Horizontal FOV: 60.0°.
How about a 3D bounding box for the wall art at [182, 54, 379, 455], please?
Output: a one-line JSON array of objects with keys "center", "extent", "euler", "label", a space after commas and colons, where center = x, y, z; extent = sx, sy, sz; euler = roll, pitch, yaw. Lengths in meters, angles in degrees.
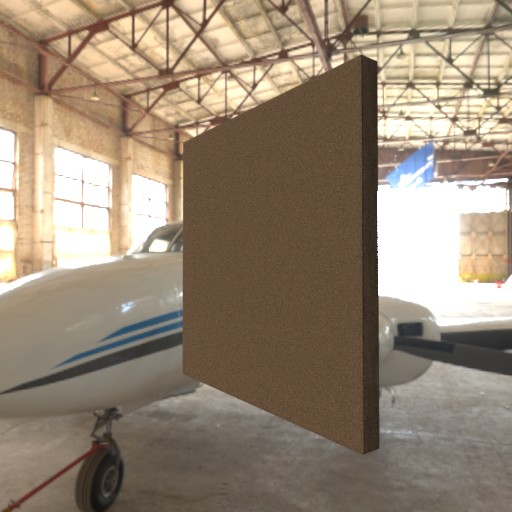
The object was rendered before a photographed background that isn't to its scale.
[{"center": [0.000, 0.000, 1.148], "extent": [0.050, 0.751, 0.749], "euler": [1, -1, -36], "label": "wall art"}]
